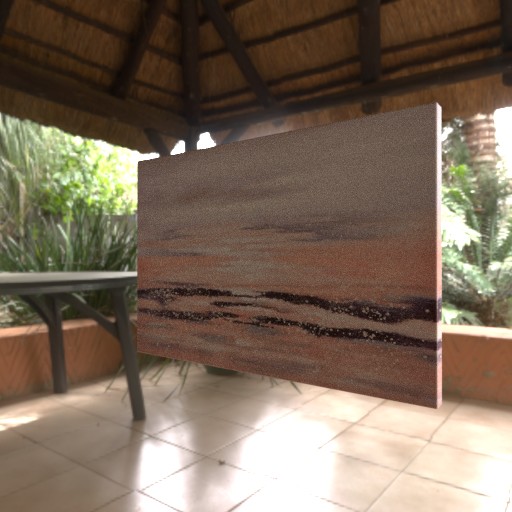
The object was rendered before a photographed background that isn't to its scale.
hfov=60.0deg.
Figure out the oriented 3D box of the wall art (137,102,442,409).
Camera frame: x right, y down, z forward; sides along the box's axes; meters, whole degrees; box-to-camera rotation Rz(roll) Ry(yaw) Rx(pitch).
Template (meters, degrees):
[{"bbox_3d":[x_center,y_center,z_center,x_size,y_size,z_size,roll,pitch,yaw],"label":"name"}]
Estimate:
[{"bbox_3d":[0.000,0.000,1.159,0.913,0.609,0.038,0,0,36],"label":"wall art"}]
